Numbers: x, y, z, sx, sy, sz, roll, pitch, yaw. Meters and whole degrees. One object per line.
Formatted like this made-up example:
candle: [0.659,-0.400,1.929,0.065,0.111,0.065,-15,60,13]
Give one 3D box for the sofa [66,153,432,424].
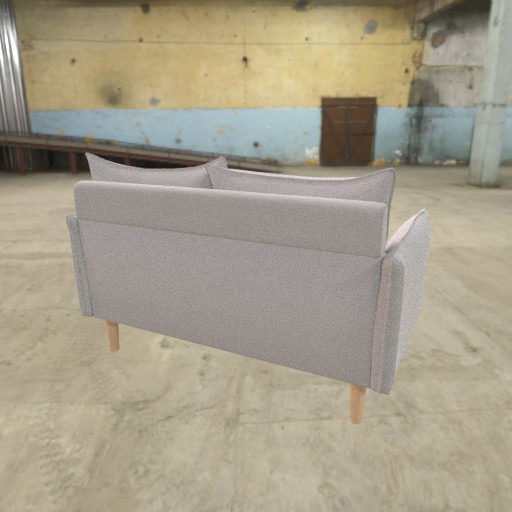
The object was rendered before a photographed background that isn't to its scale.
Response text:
sofa: [0.000,0.000,1.851,1.300,0.840,0.820,8,18,26]
